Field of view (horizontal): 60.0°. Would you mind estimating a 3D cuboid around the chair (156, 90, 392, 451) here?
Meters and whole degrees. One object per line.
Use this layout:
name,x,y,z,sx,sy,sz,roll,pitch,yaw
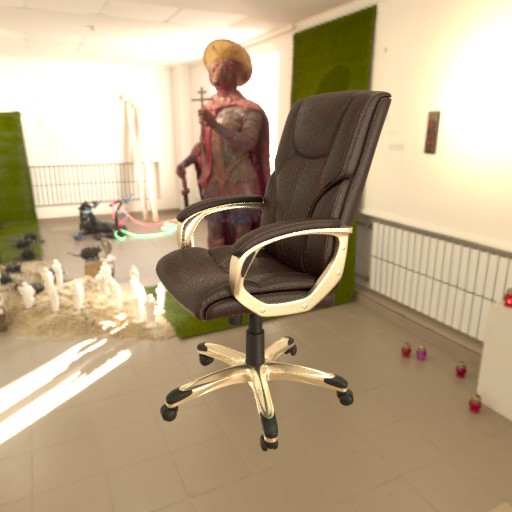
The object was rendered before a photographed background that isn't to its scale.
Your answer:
chair,0.000,0.000,1.558,0.739,1.107,0.662,-8,18,-25
